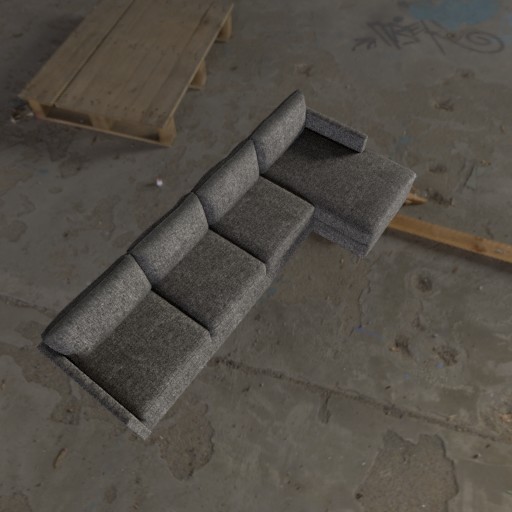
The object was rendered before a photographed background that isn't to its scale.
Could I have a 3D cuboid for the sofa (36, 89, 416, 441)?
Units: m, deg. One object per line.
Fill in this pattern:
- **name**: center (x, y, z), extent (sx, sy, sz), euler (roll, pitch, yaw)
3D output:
- **sofa**: center (0.000, 0.000, 3.898), extent (1.488, 0.970, 3.384), euler (32, 63, 18)
